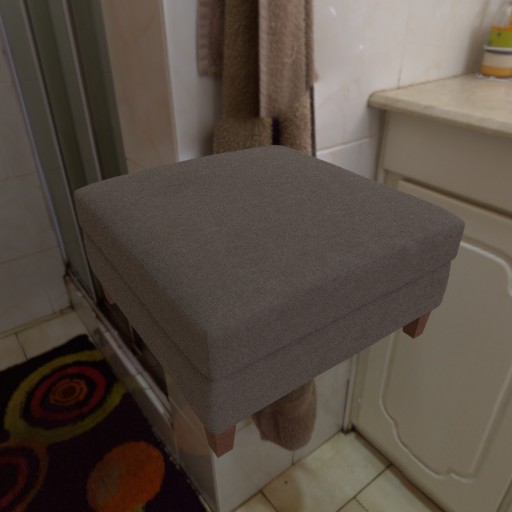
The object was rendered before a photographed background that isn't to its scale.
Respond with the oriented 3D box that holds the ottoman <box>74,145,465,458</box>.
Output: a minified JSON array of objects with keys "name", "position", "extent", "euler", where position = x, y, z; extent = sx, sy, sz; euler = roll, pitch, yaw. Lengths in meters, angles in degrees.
[{"name":"ottoman","position":[0.000,0.000,1.423],"extent":[0.861,0.482,0.881],"euler":[-20,37,-30]}]
